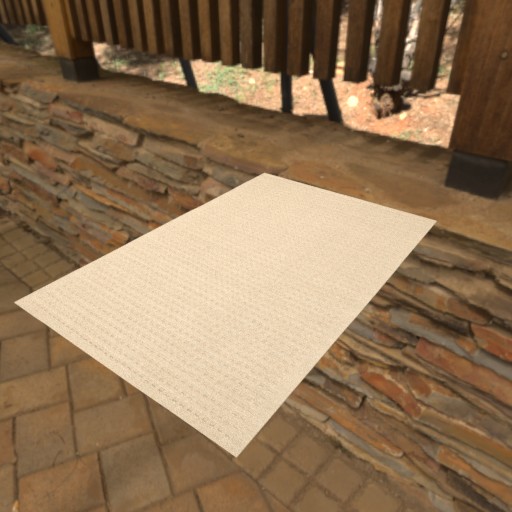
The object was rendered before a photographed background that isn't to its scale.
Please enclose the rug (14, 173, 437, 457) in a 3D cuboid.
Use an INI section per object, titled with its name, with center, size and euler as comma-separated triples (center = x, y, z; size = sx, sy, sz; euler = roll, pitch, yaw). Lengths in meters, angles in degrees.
[rug]
center = 0.000, 0.000, 2.766
size = 1.523, 0.006, 2.289
euler = 22, 38, 30
